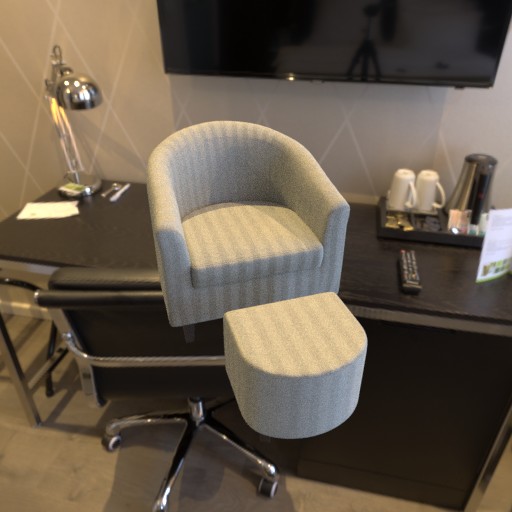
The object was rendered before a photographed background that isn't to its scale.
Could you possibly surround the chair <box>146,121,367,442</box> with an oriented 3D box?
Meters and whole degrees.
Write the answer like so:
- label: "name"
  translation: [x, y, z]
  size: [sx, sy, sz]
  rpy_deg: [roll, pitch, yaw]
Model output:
- label: "chair"
  translation: [0.000, 0.000, 1.764]
  size: [0.756, 0.757, 1.288]
  rpy_deg: [-9, 32, -15]
